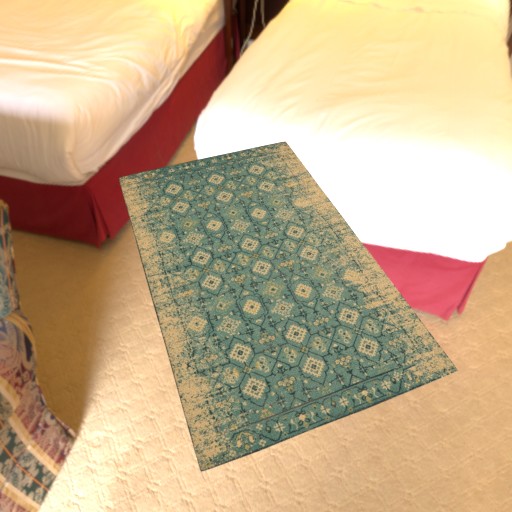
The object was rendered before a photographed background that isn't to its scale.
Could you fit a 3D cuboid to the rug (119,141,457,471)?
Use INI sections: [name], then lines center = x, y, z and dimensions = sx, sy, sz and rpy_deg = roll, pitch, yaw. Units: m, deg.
[rug]
center = 0.000, 0.000, 2.251
dimensions = 1.102, 0.008, 1.795
rpy_deg = -16, 50, -14
